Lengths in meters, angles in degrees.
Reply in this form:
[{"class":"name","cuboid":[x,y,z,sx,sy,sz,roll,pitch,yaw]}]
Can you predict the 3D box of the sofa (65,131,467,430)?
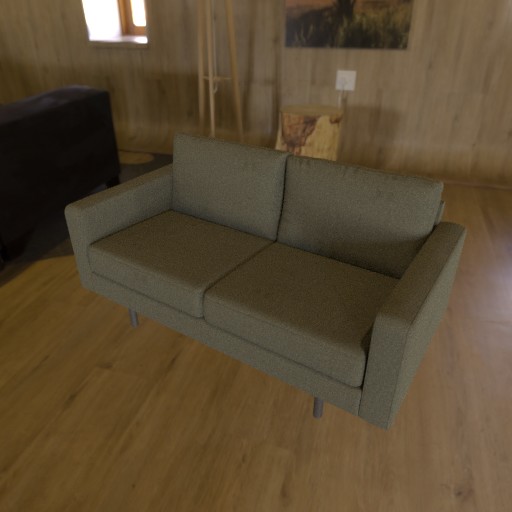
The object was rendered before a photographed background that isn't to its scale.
[{"class":"sofa","cuboid":[0.000,0.000,2.207,1.730,0.897,0.889,18,35,28]}]
